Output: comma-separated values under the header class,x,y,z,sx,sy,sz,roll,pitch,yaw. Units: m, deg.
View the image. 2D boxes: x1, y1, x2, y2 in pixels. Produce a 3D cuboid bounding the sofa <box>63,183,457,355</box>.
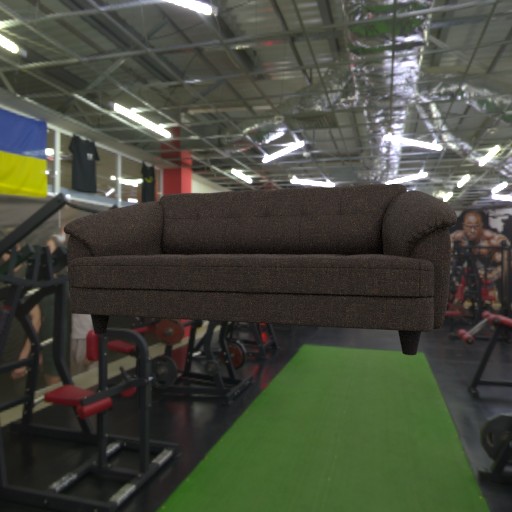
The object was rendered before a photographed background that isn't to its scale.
class,x,y,z,sx,sy,sz,roll,pitch,yaw
sofa,0.000,0.000,2.299,1.849,0.790,0.887,0,0,18
